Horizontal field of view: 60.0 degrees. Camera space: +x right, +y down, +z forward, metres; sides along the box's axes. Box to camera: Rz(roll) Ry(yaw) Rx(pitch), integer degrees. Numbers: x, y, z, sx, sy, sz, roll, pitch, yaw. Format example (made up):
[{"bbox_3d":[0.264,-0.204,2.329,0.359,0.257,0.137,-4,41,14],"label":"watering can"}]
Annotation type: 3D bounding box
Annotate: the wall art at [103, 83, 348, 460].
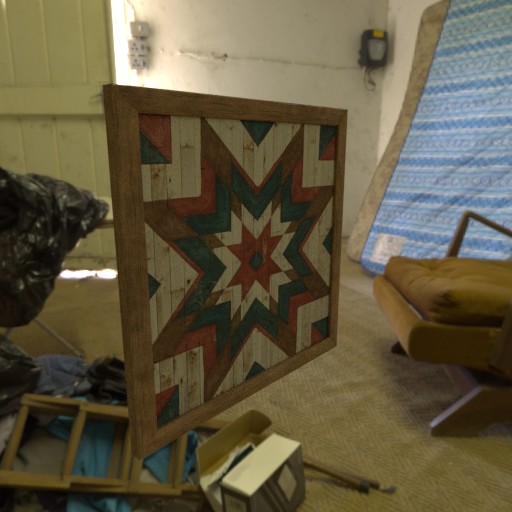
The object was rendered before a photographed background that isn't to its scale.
[{"bbox_3d":[0.000,0.000,1.036,0.029,0.691,0.695,13,19,42],"label":"wall art"}]
